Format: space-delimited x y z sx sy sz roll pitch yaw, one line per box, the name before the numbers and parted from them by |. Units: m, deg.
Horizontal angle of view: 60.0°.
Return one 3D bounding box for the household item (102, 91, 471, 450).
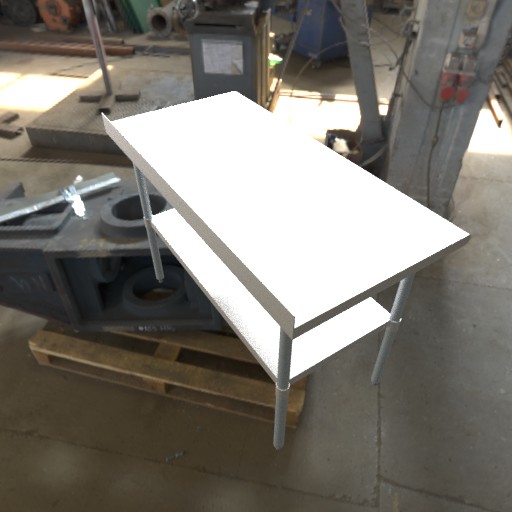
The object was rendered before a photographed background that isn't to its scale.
household item | 0.000 0.000 1.715 0.610 0.851 1.219 -23 46 -24
